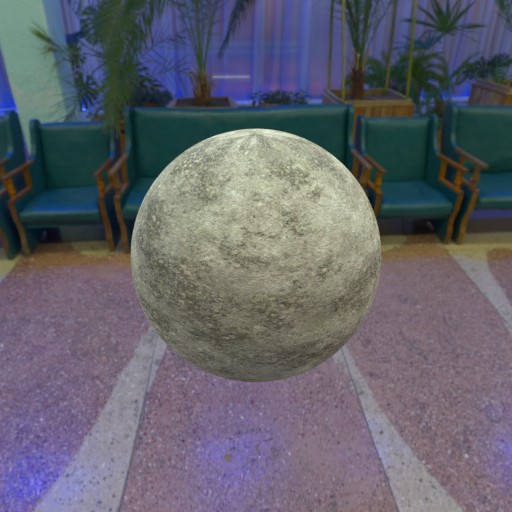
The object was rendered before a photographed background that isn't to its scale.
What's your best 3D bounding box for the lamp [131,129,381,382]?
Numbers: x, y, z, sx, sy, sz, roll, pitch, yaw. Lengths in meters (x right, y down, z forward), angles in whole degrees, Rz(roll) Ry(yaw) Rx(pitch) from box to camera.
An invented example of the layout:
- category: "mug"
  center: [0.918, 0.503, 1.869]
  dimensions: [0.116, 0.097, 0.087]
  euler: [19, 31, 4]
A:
- category: "lamp"
  center: [0.000, 0.000, 0.775]
  dimensions: [0.422, 0.429, 0.422]
  euler: [0, 30, 0]
